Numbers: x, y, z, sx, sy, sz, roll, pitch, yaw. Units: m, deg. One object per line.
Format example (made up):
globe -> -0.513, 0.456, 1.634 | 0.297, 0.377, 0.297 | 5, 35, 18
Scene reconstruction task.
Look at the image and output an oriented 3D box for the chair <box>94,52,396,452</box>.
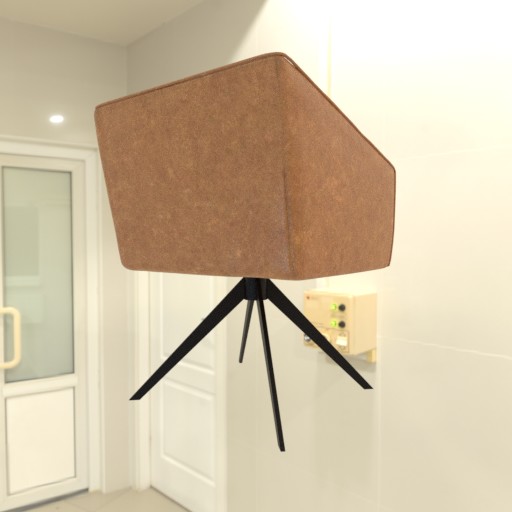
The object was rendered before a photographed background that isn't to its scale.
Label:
chair -> 0.000, 0.000, 1.210 | 0.588, 0.760, 0.625 | 1, 3, 36
